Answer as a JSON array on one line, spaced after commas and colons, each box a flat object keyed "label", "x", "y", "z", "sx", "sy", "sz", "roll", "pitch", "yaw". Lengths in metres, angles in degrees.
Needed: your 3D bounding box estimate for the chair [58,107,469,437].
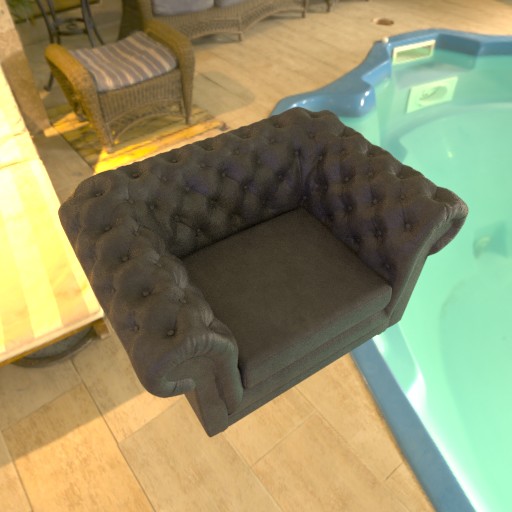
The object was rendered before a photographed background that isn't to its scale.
[{"label": "chair", "x": 0.000, "y": 0.000, "z": 1.864, "sx": 1.298, "sy": 0.780, "sz": 0.943, "roll": -25, "pitch": 51, "yaw": -22}]
